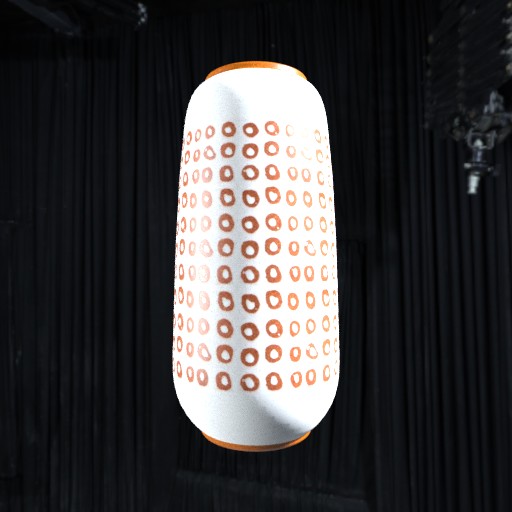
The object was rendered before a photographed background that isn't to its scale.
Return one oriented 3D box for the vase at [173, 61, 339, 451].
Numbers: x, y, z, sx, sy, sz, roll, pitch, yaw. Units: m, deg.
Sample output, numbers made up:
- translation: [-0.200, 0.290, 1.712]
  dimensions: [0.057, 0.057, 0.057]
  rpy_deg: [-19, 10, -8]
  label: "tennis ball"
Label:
- translation: [0.000, 0.000, 0.361]
  dimensions: [0.133, 0.282, 0.133]
  rpy_deg: [0, 1, 0]
  label: "vase"
